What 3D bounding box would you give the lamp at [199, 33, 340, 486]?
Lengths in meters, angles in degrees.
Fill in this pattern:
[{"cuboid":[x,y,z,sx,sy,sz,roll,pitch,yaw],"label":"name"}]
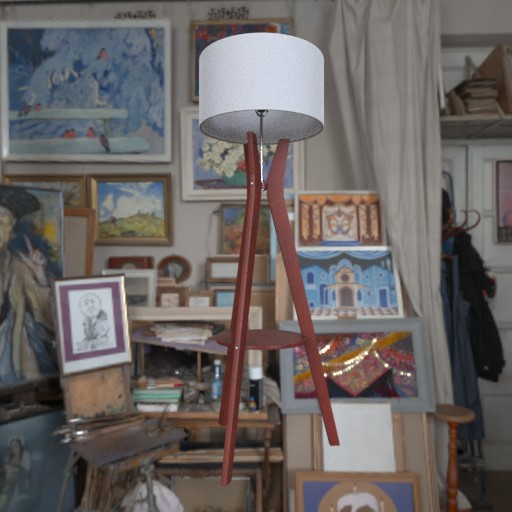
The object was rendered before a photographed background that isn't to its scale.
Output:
[{"cuboid":[0.000,0.000,1.725,0.539,1.472,0.542,0,0,-36],"label":"lamp"}]
